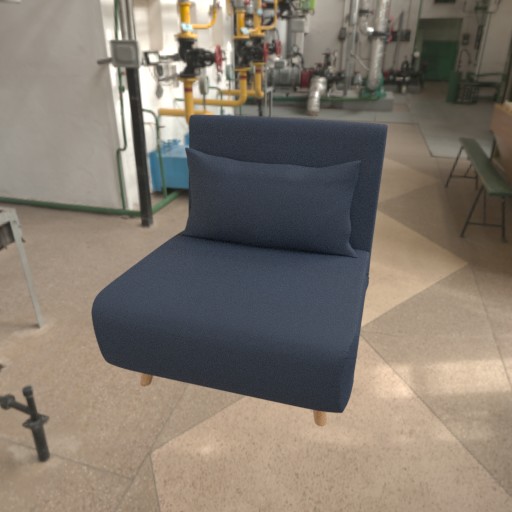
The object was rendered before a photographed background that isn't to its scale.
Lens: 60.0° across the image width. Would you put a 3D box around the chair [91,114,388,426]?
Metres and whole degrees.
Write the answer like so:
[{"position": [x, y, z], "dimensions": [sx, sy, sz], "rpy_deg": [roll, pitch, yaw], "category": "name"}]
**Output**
[{"position": [0.000, 0.000, 1.529], "dimensions": [0.770, 0.808, 0.900], "rpy_deg": [8, 28, 15], "category": "chair"}]
